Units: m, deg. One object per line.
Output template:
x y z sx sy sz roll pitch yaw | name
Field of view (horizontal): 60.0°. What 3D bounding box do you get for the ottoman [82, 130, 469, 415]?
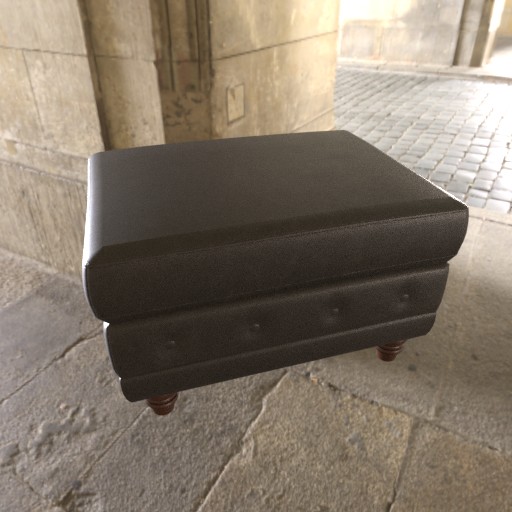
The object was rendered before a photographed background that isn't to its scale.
0.000 0.000 1.181 0.795 0.498 0.590 -9 33 -14 | ottoman
